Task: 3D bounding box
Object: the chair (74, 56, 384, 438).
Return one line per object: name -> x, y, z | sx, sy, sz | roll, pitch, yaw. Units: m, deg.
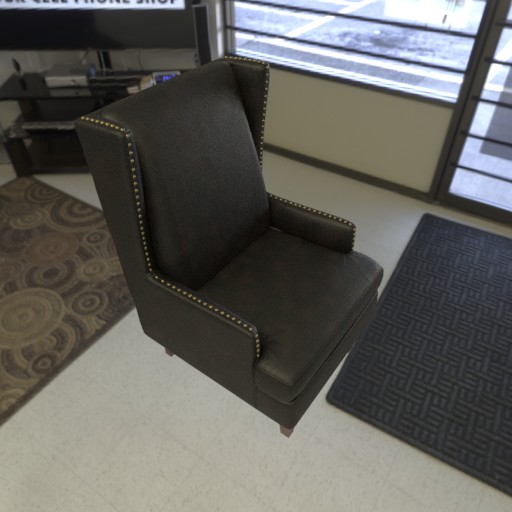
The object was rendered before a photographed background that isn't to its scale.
chair -> 0.000, 0.000, 1.642 | 0.799, 1.142, 0.703 | 26, 48, 26
